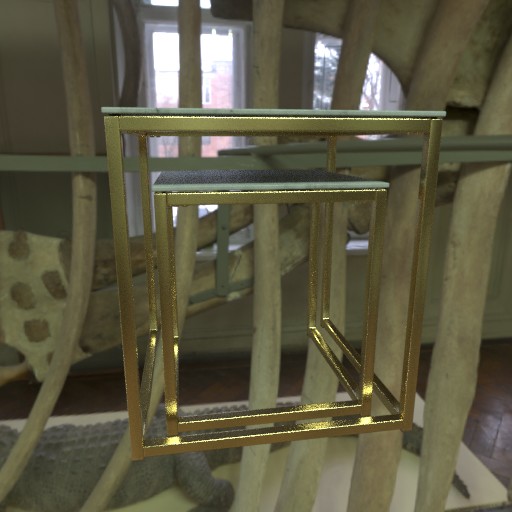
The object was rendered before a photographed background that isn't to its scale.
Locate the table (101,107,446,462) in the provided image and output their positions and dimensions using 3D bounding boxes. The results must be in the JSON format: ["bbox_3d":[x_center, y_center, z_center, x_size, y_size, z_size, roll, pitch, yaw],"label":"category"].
[{"bbox_3d":[0.000,0.000,0.842,0.450,0.500,0.450,-2,15,-9],"label":"table"}]
